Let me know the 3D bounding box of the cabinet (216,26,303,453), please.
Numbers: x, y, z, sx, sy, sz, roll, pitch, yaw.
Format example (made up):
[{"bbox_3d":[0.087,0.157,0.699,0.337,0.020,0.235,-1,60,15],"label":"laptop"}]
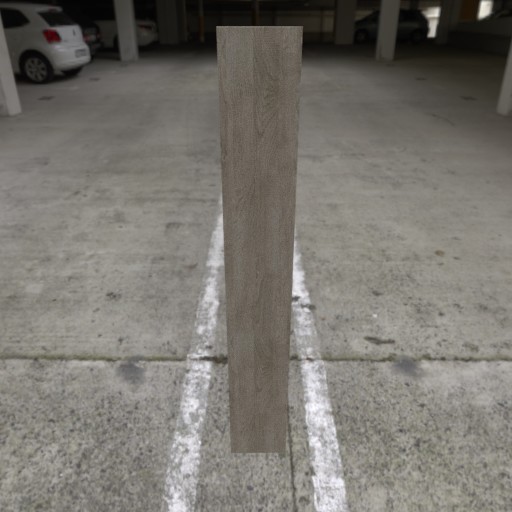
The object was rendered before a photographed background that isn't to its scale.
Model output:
[{"bbox_3d":[0.000,0.000,1.790,0.250,1.630,0.520,0,26,0],"label":"cabinet"}]
